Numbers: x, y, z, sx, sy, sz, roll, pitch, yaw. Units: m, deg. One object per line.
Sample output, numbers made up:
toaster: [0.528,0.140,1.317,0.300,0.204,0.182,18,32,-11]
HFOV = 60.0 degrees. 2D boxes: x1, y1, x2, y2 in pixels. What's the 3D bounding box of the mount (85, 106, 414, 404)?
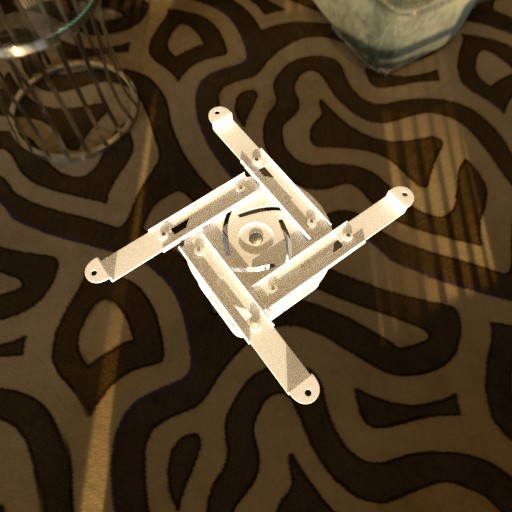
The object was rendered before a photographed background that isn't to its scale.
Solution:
mount: [0.000,0.000,0.611,0.394,0.141,0.394,-34,69,-14]
